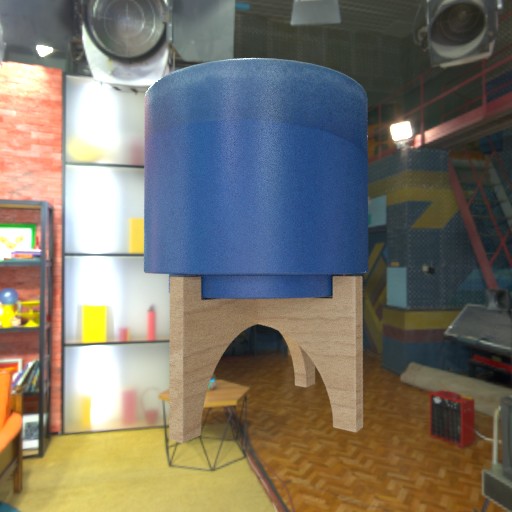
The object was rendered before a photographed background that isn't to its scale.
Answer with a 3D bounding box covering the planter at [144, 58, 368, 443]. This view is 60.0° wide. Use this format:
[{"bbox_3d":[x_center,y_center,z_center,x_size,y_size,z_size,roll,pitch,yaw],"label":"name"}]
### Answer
[{"bbox_3d":[0.000,0.000,0.391,0.192,0.263,0.192,0,-1,0],"label":"planter"}]
